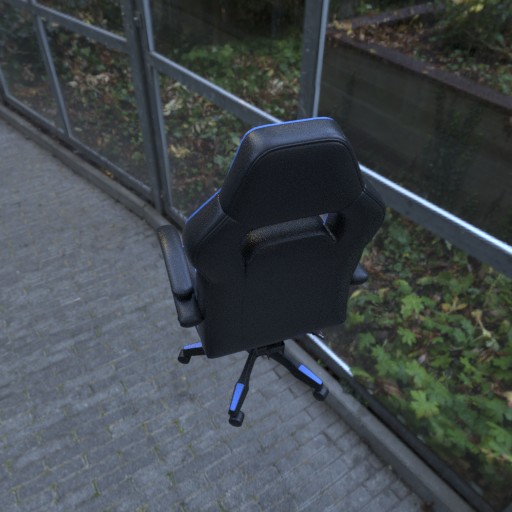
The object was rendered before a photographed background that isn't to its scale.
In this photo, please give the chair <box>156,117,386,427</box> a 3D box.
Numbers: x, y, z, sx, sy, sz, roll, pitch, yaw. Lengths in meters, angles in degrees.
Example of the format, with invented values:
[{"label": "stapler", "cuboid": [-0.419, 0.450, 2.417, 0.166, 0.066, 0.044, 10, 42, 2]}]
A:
[{"label": "chair", "cuboid": [0.000, 0.000, 1.654, 0.700, 1.280, 0.700, -12, 43, -14]}]
